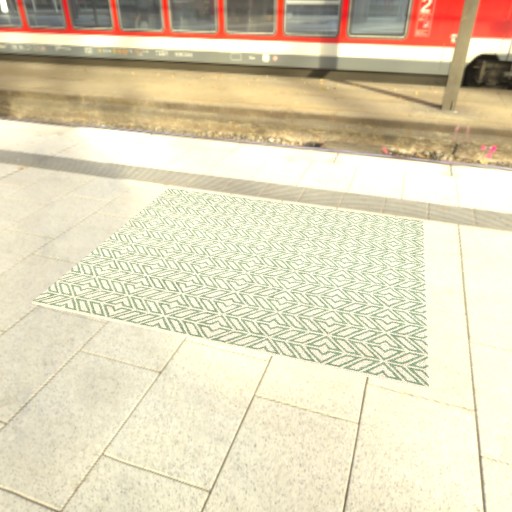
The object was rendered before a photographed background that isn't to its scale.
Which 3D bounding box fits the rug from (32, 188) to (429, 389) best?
[{"bbox_3d":[0.000,0.000,4.186,3.050,0.017,2.441,9,33,15],"label":"rug"}]
